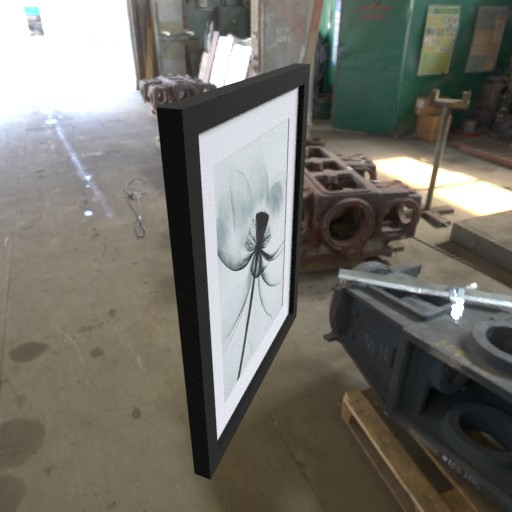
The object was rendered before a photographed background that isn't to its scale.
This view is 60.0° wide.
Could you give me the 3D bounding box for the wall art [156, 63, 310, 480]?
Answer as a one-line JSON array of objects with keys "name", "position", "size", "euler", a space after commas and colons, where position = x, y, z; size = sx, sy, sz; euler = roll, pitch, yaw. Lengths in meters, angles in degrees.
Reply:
[{"name": "wall art", "position": [0.000, 0.000, 0.749], "size": [0.029, 0.559, 0.457], "euler": [11, 31, 19]}]
